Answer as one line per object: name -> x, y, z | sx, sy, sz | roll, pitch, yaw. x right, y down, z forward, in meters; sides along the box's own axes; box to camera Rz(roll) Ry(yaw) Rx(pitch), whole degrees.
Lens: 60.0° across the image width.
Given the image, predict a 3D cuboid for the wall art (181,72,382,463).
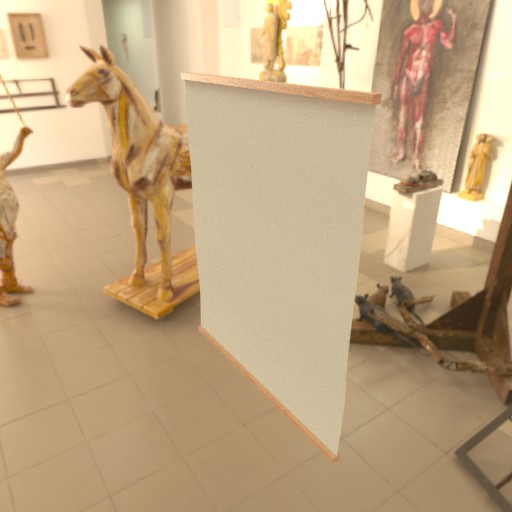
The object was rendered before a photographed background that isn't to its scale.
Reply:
wall art -> 0.000, 0.000, 0.687 | 0.013, 0.508, 0.406 | -17, 31, -31
